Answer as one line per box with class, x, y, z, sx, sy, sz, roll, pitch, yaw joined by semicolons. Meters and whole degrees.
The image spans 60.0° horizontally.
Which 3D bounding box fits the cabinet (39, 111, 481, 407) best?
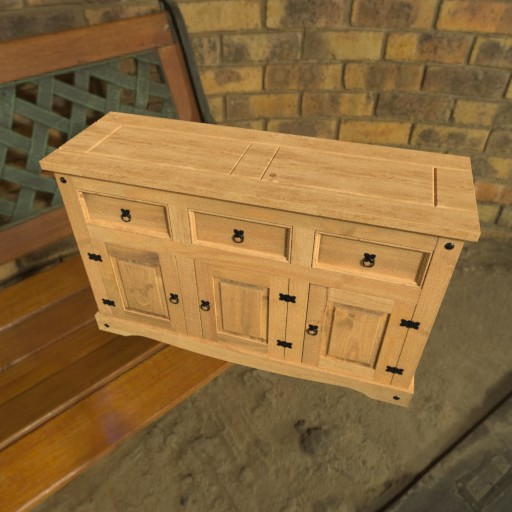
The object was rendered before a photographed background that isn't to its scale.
cabinet;0.000;0.000;1.688;1.321;0.810;0.432;11;41;13
